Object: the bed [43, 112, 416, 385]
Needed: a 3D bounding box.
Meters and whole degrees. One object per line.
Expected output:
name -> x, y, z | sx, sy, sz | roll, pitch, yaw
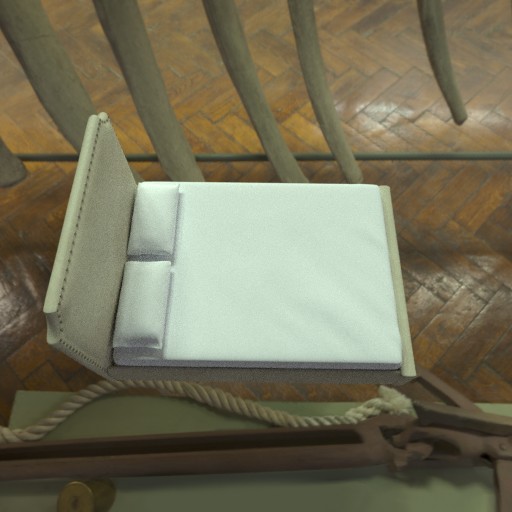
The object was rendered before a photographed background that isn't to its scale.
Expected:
bed -> 0.000, 0.000, 3.363 | 2.372, 1.443, 1.712 | 1, 64, 0
